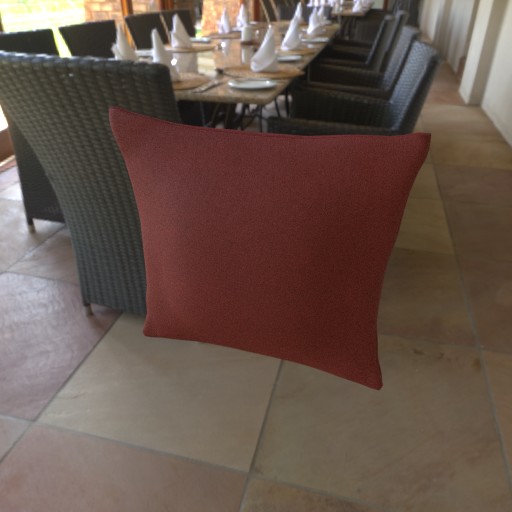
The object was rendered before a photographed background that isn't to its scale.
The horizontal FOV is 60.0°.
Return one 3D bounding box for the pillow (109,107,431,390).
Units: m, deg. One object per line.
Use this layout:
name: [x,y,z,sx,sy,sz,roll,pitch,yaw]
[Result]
pillow: [0.000,0.000,0.676,0.435,0.416,0.151,9,32,15]
